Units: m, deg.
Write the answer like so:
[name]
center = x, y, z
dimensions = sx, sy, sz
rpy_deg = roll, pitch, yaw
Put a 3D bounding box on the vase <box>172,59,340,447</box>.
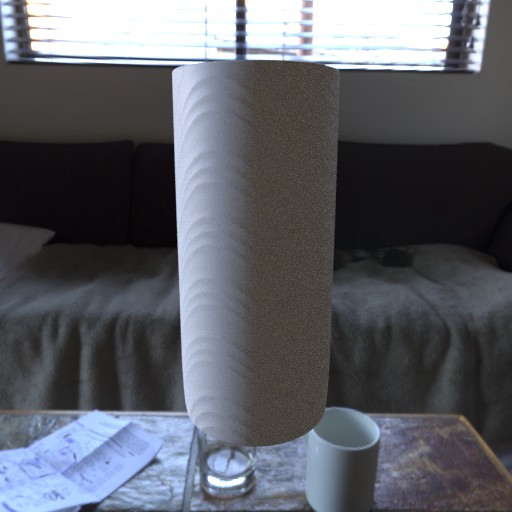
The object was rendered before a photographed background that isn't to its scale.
[vase]
center = 0.000, 0.000, 0.410
dimensions = 0.143, 0.316, 0.143
rpy_deg = 0, 15, 0
